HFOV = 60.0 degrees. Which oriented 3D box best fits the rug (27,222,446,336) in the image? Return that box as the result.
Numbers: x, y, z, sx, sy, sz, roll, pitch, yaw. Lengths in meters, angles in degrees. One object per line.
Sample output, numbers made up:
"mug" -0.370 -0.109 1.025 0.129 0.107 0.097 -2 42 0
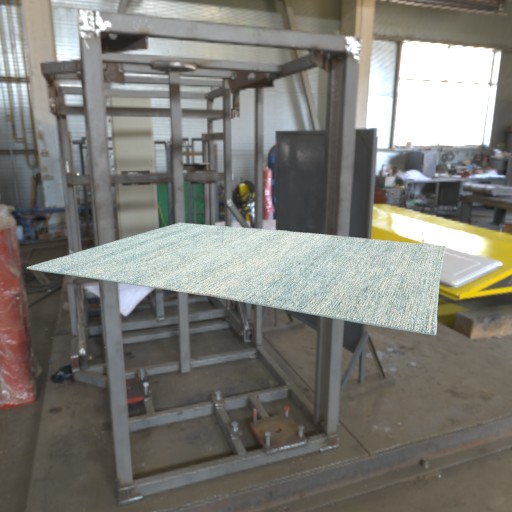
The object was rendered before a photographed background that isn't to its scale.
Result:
"rug" 0.000 0.000 2.876 2.260 0.026 1.611 7 16 24
